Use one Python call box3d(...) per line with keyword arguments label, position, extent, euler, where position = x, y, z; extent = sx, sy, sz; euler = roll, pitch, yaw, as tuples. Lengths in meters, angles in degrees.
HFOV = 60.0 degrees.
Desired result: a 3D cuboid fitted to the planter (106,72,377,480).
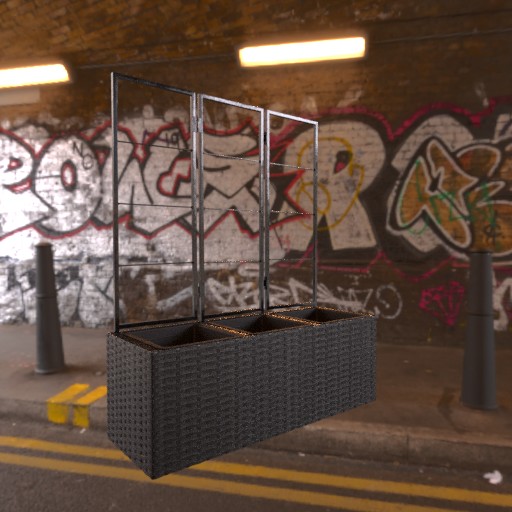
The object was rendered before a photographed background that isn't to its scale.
box3d(label="planter", position=(0.000, 0.000, 1.143), extent=(0.698, 0.841, 0.244), euler=(-1, 2, -38))
